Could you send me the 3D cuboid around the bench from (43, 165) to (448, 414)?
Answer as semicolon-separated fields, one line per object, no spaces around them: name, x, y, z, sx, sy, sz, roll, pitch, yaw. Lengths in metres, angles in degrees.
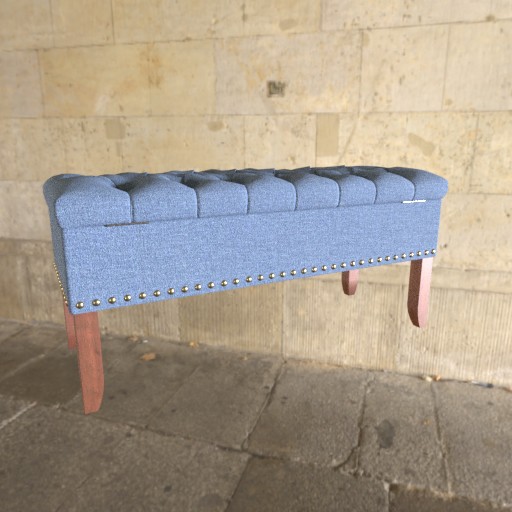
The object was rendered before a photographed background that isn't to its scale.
bench;0.000;0.000;1.268;1.052;0.492;0.417;-7;16;-27
